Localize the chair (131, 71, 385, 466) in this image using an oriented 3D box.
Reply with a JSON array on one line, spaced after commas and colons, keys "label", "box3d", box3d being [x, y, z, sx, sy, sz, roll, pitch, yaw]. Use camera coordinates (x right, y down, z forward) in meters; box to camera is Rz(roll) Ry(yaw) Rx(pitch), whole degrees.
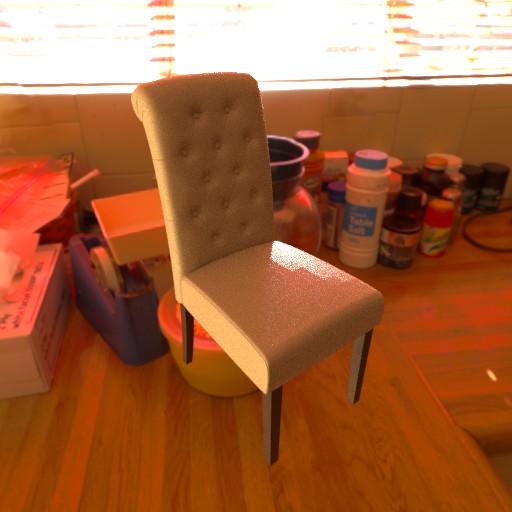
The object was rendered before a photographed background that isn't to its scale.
[{"label": "chair", "box3d": [0.000, 0.000, 1.386, 0.456, 1.006, 0.671, -22, 37, -32]}]
